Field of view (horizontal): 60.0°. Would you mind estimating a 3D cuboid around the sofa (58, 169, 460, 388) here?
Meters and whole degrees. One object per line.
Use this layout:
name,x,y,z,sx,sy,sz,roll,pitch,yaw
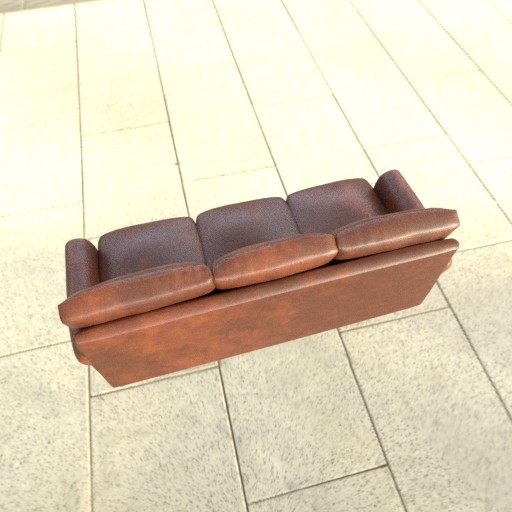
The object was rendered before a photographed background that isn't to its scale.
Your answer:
sofa,0.000,0.000,2.887,2.351,0.977,0.973,-13,57,-9
